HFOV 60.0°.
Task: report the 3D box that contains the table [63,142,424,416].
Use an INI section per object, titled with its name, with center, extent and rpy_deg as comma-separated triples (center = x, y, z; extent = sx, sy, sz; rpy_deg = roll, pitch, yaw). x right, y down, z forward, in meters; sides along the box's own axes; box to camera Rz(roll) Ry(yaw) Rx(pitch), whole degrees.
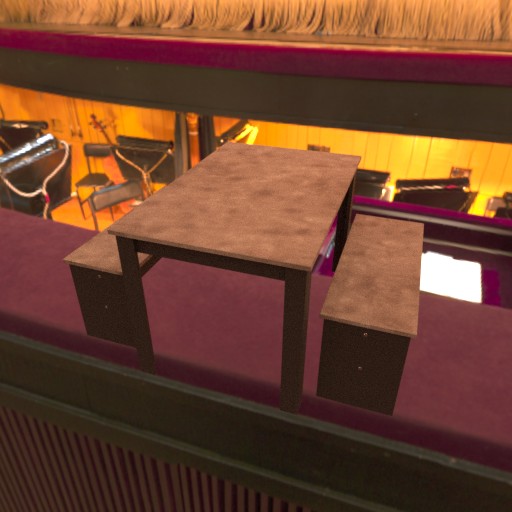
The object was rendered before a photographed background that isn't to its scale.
[table]
center = 0.000, 0.000, 2.075
extent = 1.443, 0.700, 1.100
rpy_deg = 10, 33, 16
